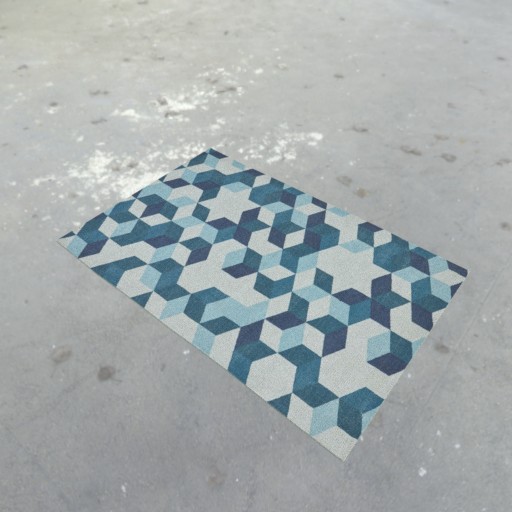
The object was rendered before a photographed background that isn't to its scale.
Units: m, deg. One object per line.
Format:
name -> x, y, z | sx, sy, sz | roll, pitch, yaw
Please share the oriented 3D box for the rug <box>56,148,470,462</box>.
rug -> 0.000, 0.000, 2.346 | 1.829, 0.014, 1.235 | 31, 53, 27
